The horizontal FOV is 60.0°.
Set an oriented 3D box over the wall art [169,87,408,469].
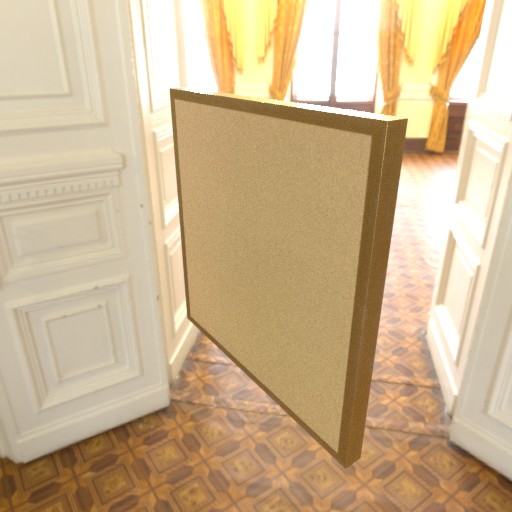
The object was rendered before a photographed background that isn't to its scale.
[{"bbox_3d":[0.000,0.000,0.759,0.033,0.509,0.510,-17,30,-32],"label":"wall art"}]
